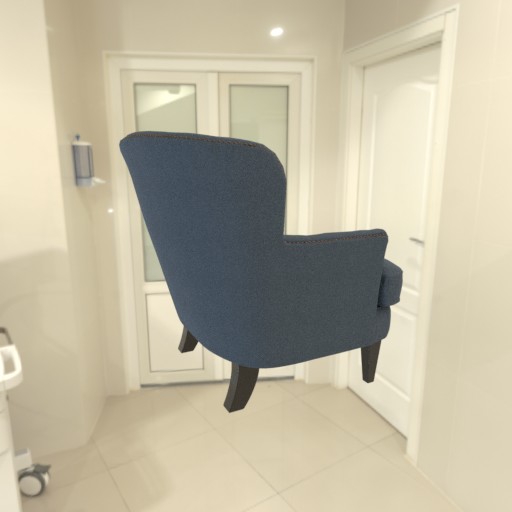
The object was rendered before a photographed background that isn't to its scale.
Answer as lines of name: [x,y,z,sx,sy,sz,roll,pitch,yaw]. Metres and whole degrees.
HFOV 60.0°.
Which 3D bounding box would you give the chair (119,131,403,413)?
chair: [0.000,0.000,1.644,0.906,0.868,0.848,-7,14,-26]
